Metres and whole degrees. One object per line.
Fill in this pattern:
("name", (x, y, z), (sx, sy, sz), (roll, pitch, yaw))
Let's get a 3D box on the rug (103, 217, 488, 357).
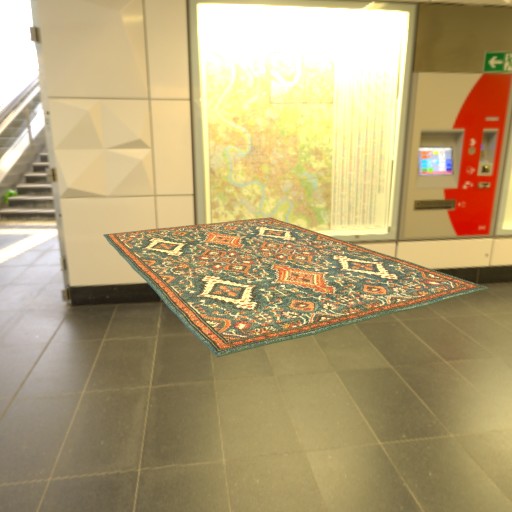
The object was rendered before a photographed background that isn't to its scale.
("rug", (0.000, 0.000, 3.035), (1.622, 0.009, 2.373), (-8, 18, -27))
